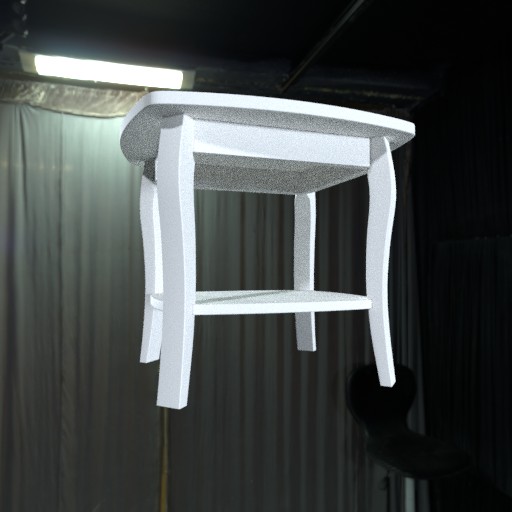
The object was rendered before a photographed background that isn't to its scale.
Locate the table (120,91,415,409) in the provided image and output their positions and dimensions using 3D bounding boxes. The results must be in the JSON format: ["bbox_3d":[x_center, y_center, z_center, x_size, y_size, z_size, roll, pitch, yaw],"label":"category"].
[{"bbox_3d":[0.000,0.000,0.850,0.502,0.438,0.451,0,-1,-19],"label":"table"}]
